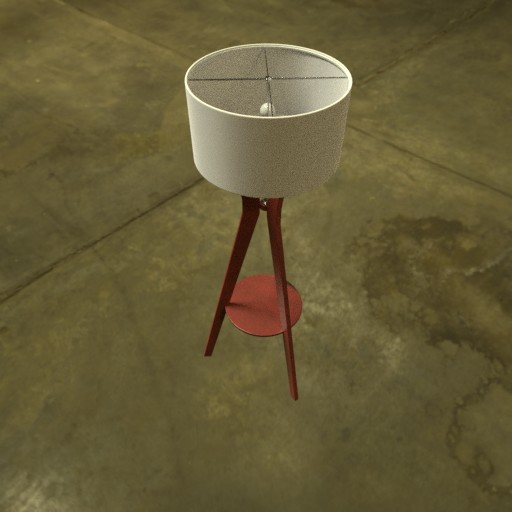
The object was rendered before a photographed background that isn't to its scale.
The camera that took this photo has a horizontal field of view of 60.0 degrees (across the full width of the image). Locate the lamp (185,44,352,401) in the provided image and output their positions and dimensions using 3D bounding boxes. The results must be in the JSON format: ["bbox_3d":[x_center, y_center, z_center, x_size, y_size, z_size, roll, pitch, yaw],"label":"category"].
[{"bbox_3d":[0.000,0.000,1.787,0.542,1.472,0.539,-1,46,-1],"label":"lamp"}]
